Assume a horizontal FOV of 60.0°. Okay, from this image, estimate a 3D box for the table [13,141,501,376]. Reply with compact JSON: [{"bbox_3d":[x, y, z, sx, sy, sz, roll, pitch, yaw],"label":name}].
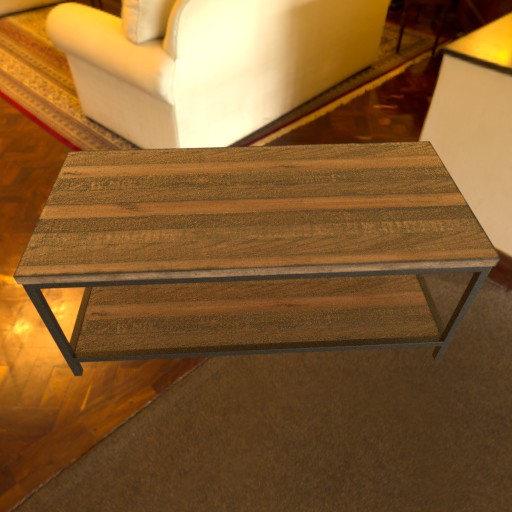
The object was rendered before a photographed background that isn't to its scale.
[{"bbox_3d":[0.000,0.000,1.198,0.990,0.399,0.452,-2,46,-2],"label":"table"}]
